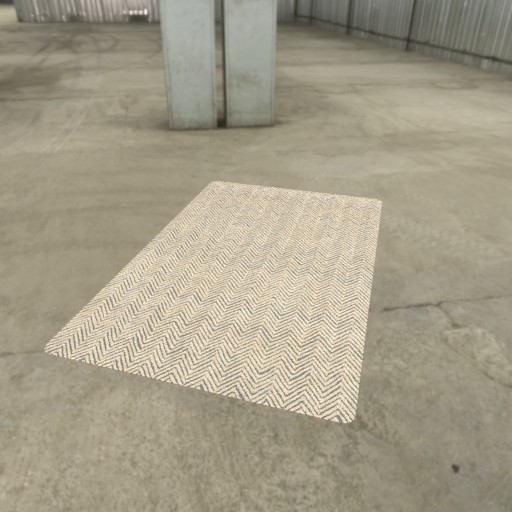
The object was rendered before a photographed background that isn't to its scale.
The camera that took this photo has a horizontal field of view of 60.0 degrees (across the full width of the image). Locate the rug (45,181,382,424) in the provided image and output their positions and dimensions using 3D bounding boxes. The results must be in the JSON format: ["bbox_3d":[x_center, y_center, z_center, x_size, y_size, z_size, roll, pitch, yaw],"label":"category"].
[{"bbox_3d":[0.000,0.000,2.214,1.144,0.008,1.752,9,32,14],"label":"rug"}]
